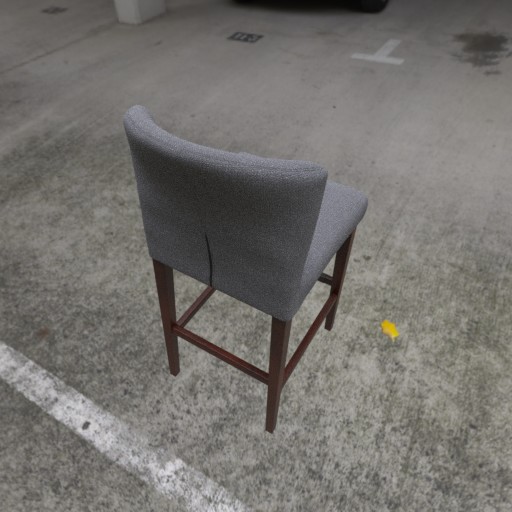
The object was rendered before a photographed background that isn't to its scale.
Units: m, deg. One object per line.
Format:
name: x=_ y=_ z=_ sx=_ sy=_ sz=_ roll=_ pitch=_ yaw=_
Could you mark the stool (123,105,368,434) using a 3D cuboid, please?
stool: x=0.000 y=0.000 z=1.359 sx=0.486 sy=1.069 sz=0.568 roll=23 pitch=51 yaw=21
